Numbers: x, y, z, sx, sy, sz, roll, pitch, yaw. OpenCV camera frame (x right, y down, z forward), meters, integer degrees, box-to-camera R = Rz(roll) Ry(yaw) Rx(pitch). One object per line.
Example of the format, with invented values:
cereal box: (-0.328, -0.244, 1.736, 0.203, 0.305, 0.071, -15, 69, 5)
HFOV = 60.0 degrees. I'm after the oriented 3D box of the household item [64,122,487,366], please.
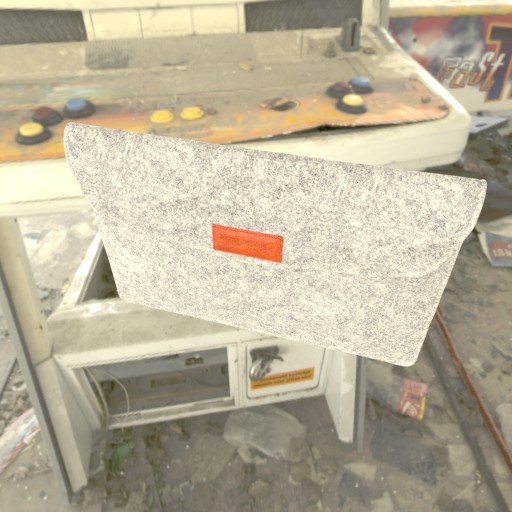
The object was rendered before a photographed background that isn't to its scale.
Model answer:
household item: (0.000, 0.000, 0.416, 0.335, 0.221, 0.057, 11, 42, 12)
